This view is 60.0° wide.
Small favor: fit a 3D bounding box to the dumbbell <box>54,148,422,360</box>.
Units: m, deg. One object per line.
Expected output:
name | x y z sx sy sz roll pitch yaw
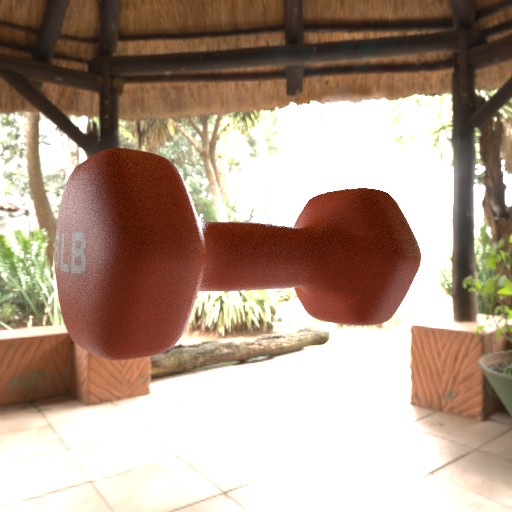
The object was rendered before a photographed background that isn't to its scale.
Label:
dumbbell | 0.000 0.000 0.199 0.162 0.071 0.079 1 -1 -37
